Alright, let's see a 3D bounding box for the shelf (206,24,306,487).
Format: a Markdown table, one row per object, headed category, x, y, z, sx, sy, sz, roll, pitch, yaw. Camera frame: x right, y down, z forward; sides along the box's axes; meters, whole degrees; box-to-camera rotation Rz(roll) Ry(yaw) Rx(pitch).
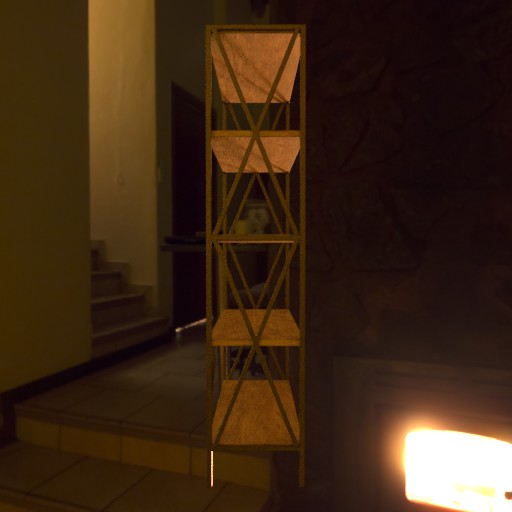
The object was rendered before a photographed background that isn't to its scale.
| category | x | y | z | sx | sy | sz | roll | pitch | yaw |
| --- | --- | --- | --- | --- | --- | --- | --- | --- | --- |
| shelf | 0.000 | 0.000 | 2.163 | 0.386 | 1.803 | 0.874 | 0 | 1 | 0 |
